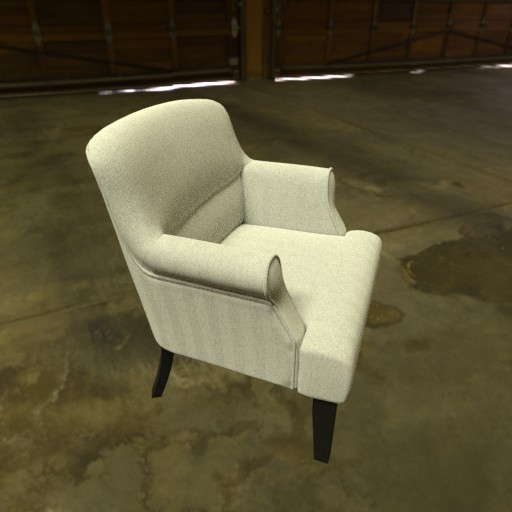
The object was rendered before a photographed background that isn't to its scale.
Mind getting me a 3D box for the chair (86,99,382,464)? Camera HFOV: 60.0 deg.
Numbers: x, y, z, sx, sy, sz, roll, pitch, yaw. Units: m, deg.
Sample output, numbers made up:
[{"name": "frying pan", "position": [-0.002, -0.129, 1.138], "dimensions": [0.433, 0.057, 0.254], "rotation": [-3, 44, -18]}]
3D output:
[{"name": "chair", "position": [0.000, 0.000, 1.430], "dimensions": [0.750, 0.875, 0.781], "rotation": [10, 31, 17]}]
